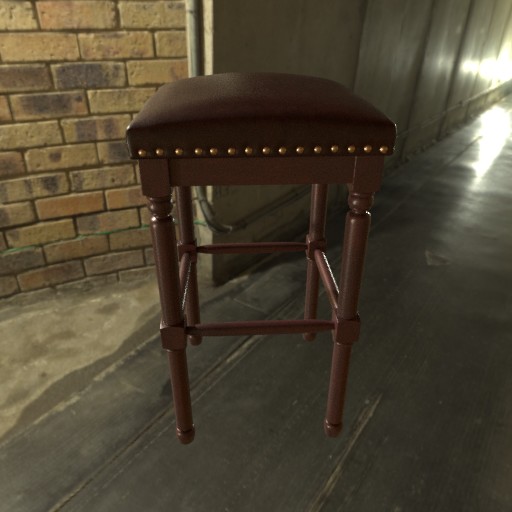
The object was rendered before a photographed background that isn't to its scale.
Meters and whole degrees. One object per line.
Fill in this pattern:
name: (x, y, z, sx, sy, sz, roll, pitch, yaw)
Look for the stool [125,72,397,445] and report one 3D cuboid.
stool: (0.000, 0.000, 0.919, 0.383, 0.702, 0.382, -2, 29, -3)
